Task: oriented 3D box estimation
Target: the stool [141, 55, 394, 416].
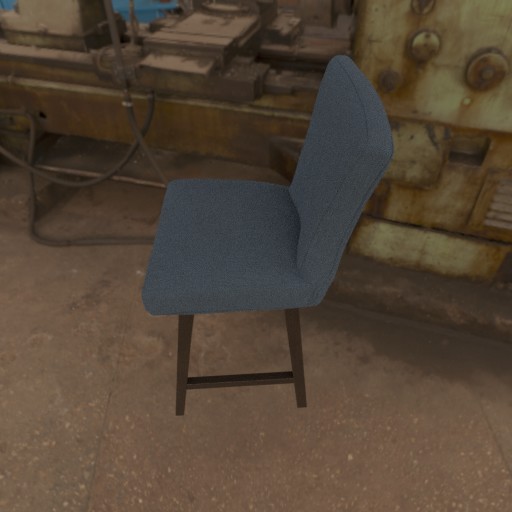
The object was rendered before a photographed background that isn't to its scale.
[{"bbox_3d":[0.000,0.000,1.326,0.574,1.000,0.514,0,43,0],"label":"stool"}]
